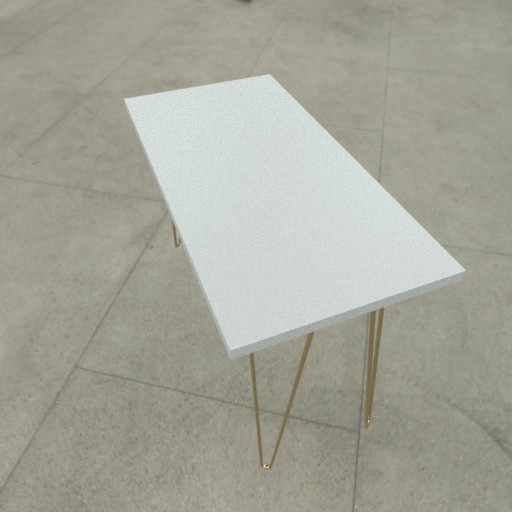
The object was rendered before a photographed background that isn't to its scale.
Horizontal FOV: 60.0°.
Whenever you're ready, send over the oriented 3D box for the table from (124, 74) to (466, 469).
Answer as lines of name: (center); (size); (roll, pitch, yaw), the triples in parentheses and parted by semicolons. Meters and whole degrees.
table: (0.000, 0.000, 1.368); (0.498, 0.660, 0.991); (-16, 47, -15)
